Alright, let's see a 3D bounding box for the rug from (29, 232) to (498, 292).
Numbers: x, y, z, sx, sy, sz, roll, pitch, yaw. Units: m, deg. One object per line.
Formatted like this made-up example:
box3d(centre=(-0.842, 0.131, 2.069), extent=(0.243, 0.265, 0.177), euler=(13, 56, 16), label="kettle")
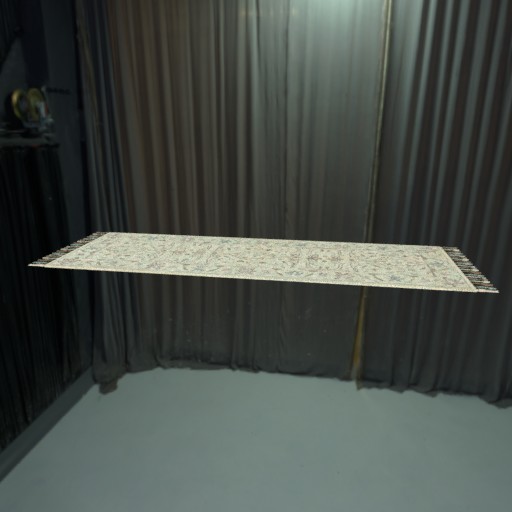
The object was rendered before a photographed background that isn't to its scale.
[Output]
box3d(centre=(0.000, 0.000, 2.626), extent=(2.440, 0.013, 0.769), euler=(3, 17, 9), label="rug")
